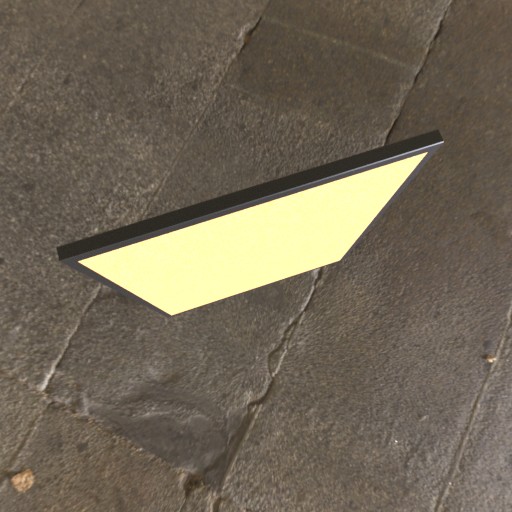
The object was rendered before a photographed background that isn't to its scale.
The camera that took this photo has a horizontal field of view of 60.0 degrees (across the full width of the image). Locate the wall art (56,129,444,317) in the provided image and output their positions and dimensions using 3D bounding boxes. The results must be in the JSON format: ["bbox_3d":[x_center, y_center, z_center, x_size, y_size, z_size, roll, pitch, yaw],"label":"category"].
[{"bbox_3d":[0.000,0.000,1.350,0.774,1.027,0.030,-18,77,-4],"label":"wall art"}]
